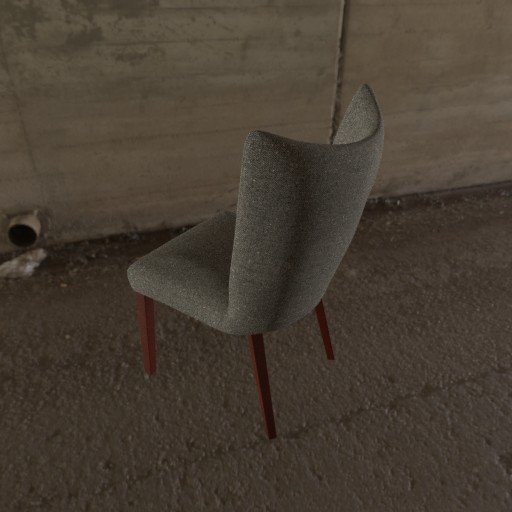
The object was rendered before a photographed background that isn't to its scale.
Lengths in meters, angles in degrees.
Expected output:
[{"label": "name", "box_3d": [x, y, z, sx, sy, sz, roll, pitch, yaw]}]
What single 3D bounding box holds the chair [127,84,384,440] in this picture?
[{"label": "chair", "box_3d": [0.000, 0.000, 1.309, 0.623, 0.924, 0.535, 20, 37, 29]}]
